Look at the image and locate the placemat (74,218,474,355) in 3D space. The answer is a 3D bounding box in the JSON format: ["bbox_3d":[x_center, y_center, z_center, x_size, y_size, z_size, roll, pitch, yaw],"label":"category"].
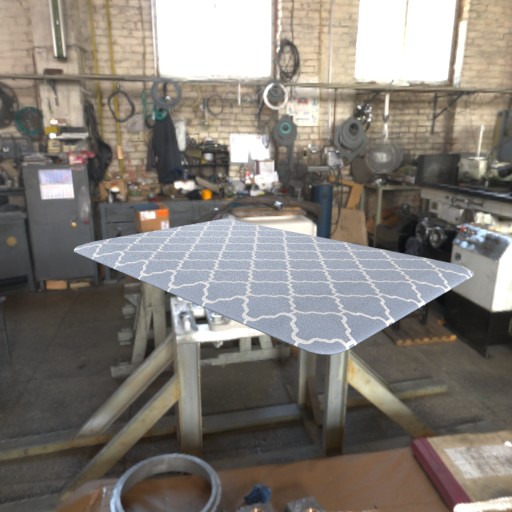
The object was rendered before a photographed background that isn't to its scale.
[{"bbox_3d":[0.000,0.000,0.972,0.762,0.021,0.508,15,21,43],"label":"placemat"}]
